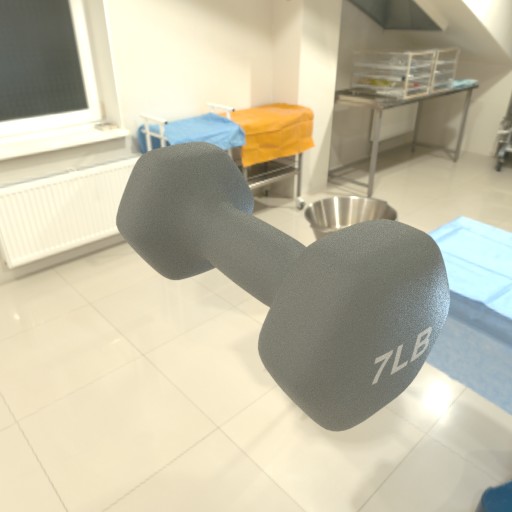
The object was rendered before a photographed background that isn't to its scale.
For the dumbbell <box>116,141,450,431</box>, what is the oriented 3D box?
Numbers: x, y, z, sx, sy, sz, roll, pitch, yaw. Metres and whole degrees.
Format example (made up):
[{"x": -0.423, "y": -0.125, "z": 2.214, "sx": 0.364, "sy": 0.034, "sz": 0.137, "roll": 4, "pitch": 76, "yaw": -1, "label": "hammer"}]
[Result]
[{"x": 0.000, "y": 0.000, "z": 0.228, "sx": 0.090, "sy": 0.081, "sz": 0.184, "roll": -20, "pitch": 35, "yaw": -31, "label": "dumbbell"}]
